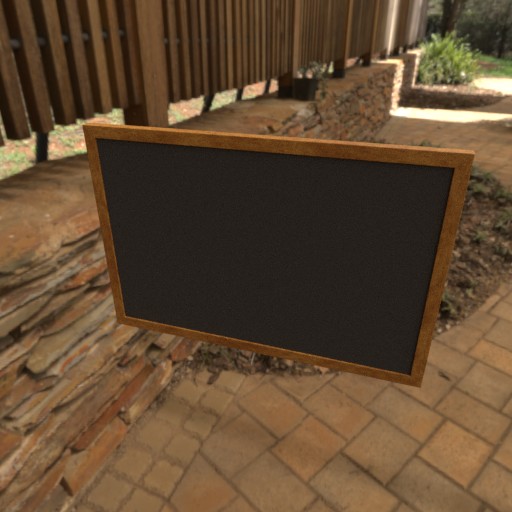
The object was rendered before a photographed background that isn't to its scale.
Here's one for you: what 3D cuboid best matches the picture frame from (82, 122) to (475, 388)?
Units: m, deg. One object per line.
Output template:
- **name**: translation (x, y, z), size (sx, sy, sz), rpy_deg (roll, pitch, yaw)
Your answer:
- **picture frame**: translation (0.000, 0.000, 1.160), size (0.922, 0.621, 0.029), rpy_deg (9, 29, 16)
